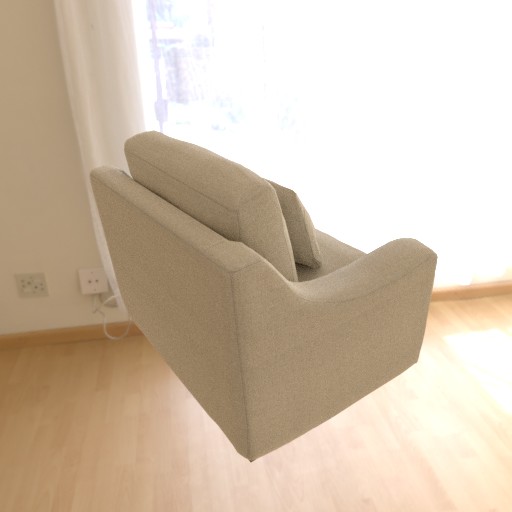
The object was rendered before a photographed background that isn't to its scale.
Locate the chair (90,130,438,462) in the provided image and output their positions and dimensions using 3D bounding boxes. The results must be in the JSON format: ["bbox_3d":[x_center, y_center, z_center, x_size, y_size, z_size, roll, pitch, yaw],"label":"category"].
[{"bbox_3d":[0.000,0.000,1.949,1.009,1.016,1.178,-18,32,-32],"label":"chair"}]
